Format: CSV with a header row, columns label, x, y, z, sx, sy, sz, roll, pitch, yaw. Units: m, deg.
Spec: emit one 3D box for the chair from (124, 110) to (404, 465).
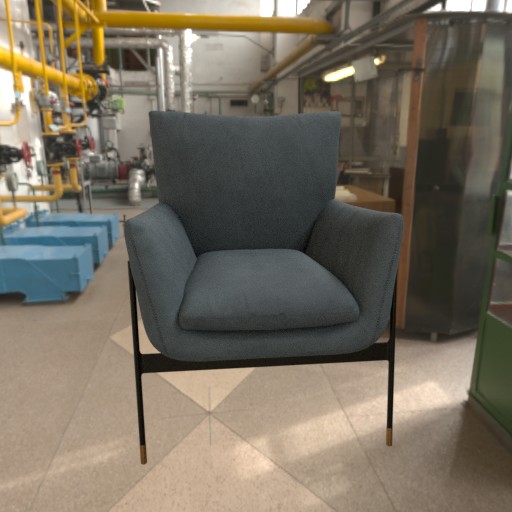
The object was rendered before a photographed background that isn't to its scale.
label,x,y,z,sx,sy,sz,roll,pitch,yaw
chair,0.000,0.000,1.338,0.678,0.858,0.709,-2,16,-6
